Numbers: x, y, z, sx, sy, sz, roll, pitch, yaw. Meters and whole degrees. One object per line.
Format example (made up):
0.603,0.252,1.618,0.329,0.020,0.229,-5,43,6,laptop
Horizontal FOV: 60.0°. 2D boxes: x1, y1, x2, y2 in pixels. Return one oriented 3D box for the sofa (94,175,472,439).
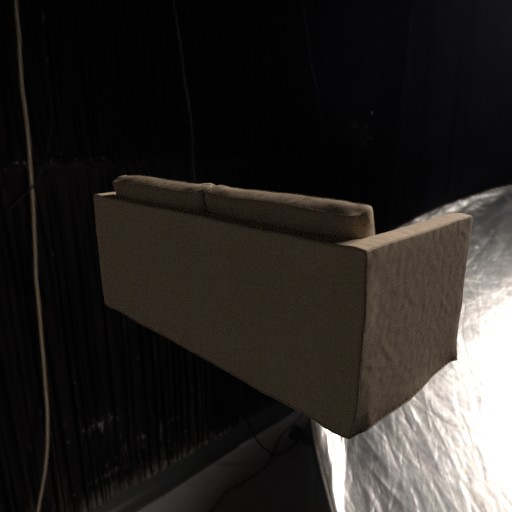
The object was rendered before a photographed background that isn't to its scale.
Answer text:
0.000,0.000,2.476,0.956,0.847,1.987,-15,21,-43,sofa
